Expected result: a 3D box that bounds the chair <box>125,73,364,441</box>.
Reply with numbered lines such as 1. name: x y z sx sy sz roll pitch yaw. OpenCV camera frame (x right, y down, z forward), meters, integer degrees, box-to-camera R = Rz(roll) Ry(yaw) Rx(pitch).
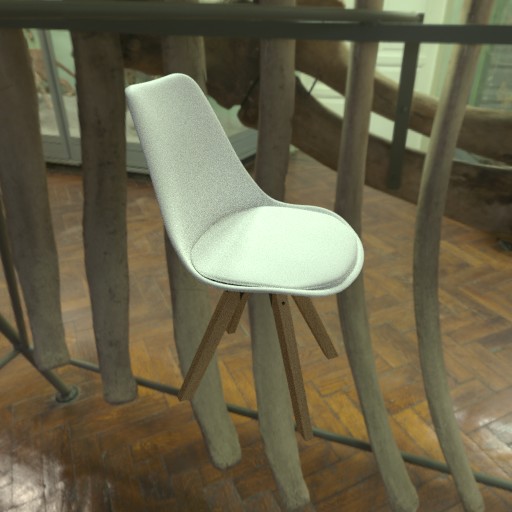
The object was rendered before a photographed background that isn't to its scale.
1. chair: 0.000 0.000 1.169 0.550 0.849 0.485 11 32 18
